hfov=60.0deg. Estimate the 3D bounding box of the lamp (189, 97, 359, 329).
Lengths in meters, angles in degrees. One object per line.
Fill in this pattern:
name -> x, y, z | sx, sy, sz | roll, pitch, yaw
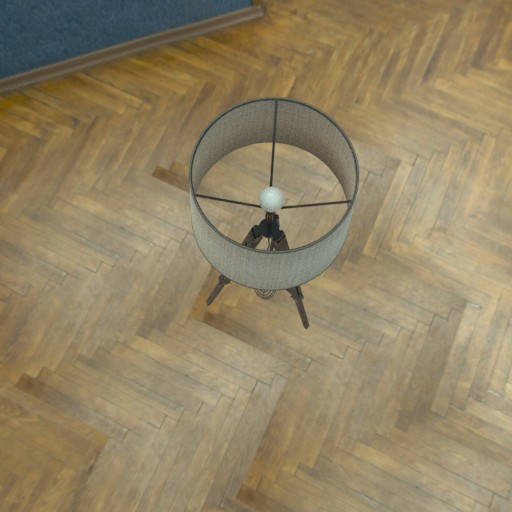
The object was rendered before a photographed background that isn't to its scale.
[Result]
lamp -> 0.000, 0.000, 1.821 | 0.587, 1.510, 0.604 | -17, 76, -4
